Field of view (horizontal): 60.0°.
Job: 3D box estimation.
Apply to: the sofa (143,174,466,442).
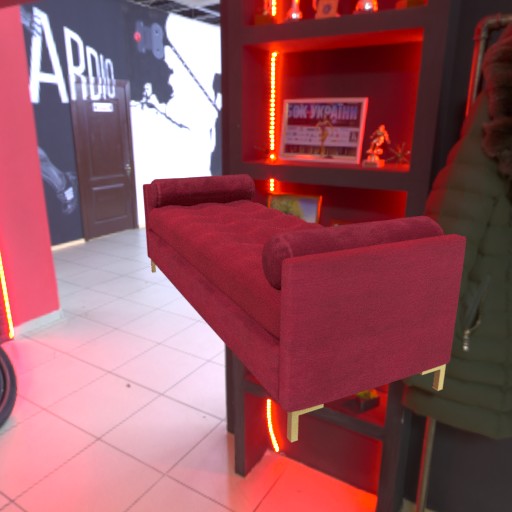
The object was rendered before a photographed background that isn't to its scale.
[{"bbox_3d":[0.000,0.000,2.477,0.796,0.705,2.102,-8,18,-25],"label":"sofa"}]
